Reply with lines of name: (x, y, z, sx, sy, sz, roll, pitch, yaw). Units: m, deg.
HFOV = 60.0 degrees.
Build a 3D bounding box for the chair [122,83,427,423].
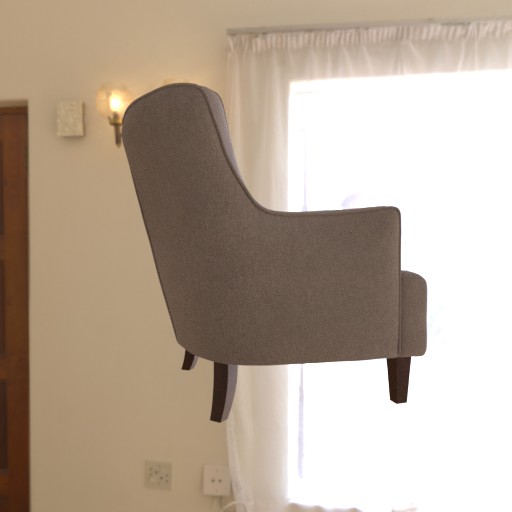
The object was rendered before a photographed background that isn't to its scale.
chair: (0.000, 0.000, 1.577, 0.910, 0.919, 0.781, 0, 1, -18)
